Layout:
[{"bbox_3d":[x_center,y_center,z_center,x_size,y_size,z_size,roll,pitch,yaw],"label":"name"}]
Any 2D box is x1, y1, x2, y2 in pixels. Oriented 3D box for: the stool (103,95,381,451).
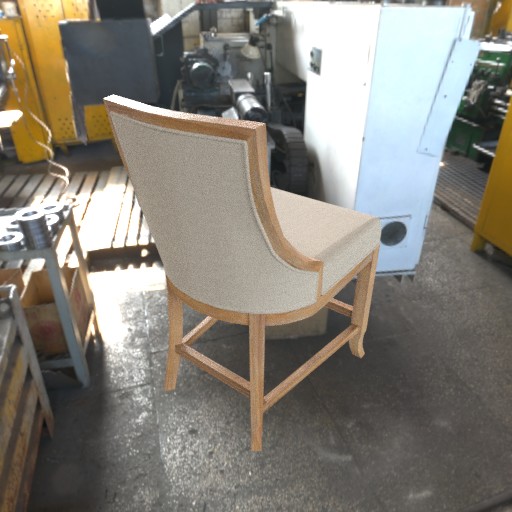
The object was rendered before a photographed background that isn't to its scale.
[{"bbox_3d":[0.000,0.000,1.311,0.524,0.938,0.626,21,36,32],"label":"stool"}]
